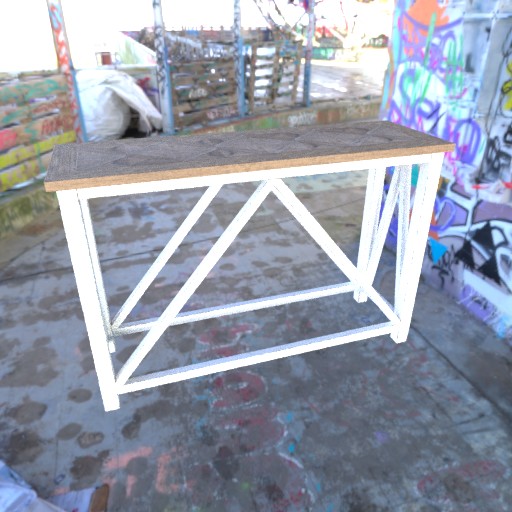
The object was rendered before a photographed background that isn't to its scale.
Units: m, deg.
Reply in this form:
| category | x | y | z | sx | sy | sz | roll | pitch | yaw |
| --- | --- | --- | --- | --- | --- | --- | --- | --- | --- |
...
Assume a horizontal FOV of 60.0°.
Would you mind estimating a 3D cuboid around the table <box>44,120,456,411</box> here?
| category | x | y | z | sx | sy | sz | roll | pitch | yaw |
| --- | --- | --- | --- | --- | --- | --- | --- | --- | --- |
| table | 0.000 | 0.000 | 1.842 | 1.400 | 0.930 | 0.450 | -9 | 29 | -16 |
